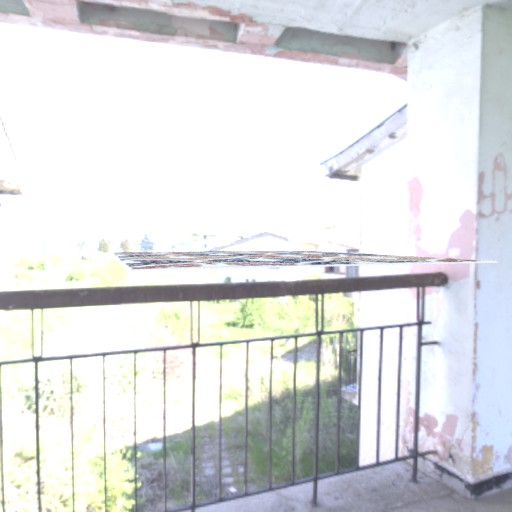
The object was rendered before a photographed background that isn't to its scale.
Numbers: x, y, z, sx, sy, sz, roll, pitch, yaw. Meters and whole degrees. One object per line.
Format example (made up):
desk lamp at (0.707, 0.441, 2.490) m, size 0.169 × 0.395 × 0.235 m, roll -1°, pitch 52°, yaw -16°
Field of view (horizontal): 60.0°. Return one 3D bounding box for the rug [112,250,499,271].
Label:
rug at (0.000, 0.000, 4.032) m, size 2.423 × 0.014 × 3.040 m, roll -1°, pitch 2°, yaw -20°
